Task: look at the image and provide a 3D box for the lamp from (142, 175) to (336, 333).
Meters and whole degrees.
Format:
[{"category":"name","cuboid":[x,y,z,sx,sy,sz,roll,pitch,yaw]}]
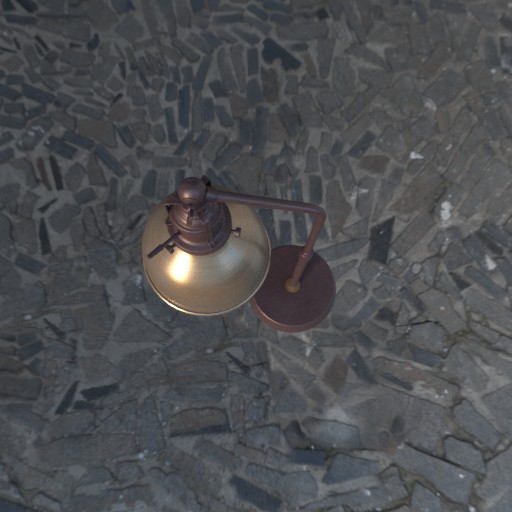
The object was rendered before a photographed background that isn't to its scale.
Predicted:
[{"category":"lamp","cuboid":[0.000,0.000,0.599,0.298,0.469,0.175,4,75,1]}]
